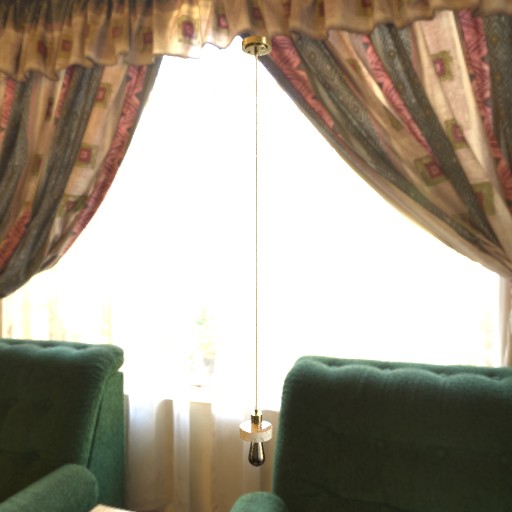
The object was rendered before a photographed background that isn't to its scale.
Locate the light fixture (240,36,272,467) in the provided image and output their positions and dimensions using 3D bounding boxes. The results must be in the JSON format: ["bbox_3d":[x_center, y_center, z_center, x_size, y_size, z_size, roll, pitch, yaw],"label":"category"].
[{"bbox_3d":[0.000,0.000,1.750,0.129,1.669,0.129,0,1,0],"label":"light fixture"}]
